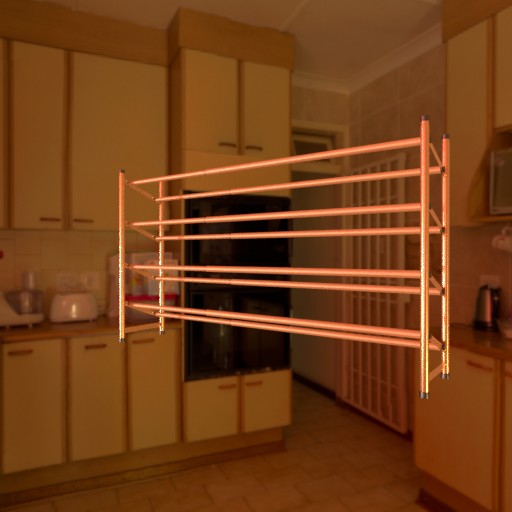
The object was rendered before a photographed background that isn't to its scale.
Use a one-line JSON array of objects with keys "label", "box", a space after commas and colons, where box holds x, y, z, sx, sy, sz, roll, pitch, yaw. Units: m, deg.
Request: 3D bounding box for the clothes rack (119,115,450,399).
[{"label": "clothes rack", "box": [0.000, 0.000, 1.477, 1.168, 0.672, 0.229, 0, 0, 36]}]
